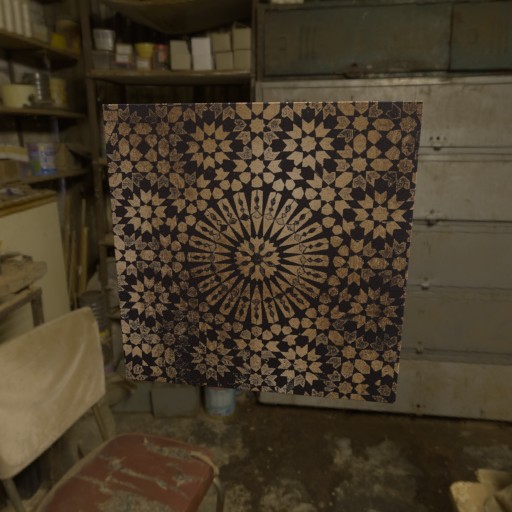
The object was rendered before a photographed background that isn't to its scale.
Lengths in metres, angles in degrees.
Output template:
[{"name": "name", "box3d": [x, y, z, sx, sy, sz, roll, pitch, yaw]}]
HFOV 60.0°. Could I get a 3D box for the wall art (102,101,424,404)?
[{"name": "wall art", "box3d": [0.000, 0.000, 0.622, 0.405, 0.405, 0.038, 3, 15, 9]}]
